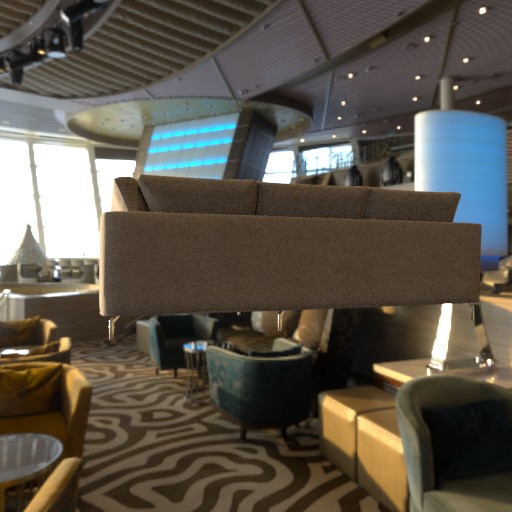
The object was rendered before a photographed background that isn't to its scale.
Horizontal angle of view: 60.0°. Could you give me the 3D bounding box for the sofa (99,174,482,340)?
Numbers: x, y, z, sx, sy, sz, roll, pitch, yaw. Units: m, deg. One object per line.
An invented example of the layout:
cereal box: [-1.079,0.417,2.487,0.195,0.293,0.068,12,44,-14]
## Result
sofa: [0.000,0.000,3.694,2.438,0.864,2.438,0,0,-19]
